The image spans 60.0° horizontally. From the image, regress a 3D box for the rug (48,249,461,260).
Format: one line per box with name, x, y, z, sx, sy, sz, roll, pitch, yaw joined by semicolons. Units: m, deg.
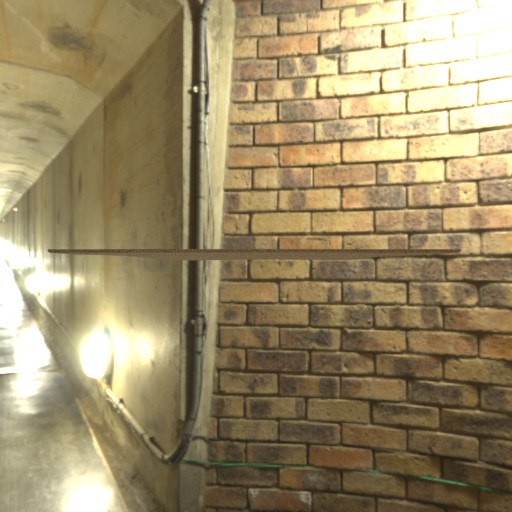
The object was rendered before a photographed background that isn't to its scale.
rug;0.000;0.000;4.739;2.757;0.051;3.626;0;-1;1
